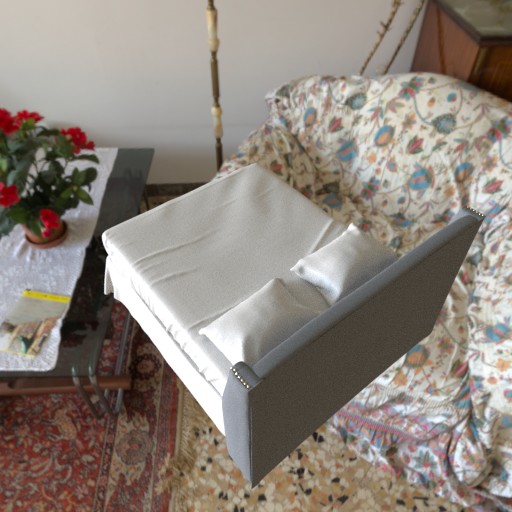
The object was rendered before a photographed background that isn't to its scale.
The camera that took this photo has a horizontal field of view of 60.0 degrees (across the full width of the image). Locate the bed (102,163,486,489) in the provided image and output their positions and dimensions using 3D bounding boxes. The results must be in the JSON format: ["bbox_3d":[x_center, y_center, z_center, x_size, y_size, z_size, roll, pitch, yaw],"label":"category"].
[{"bbox_3d":[0.000,0.000,3.423,1.925,1.332,2.276,-30,52,-26],"label":"bed"}]
